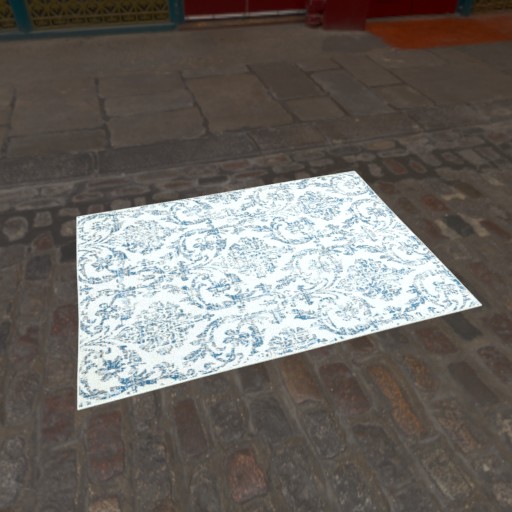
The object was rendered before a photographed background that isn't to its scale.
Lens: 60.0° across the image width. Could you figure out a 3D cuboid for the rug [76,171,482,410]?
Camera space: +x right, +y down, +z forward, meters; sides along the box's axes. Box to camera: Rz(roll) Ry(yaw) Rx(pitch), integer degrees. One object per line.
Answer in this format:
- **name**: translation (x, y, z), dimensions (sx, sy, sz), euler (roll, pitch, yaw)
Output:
- **rug**: translation (0.000, 0.000, 2.843), dimensions (2.197, 0.014, 1.586), euler (-11, 42, -13)
